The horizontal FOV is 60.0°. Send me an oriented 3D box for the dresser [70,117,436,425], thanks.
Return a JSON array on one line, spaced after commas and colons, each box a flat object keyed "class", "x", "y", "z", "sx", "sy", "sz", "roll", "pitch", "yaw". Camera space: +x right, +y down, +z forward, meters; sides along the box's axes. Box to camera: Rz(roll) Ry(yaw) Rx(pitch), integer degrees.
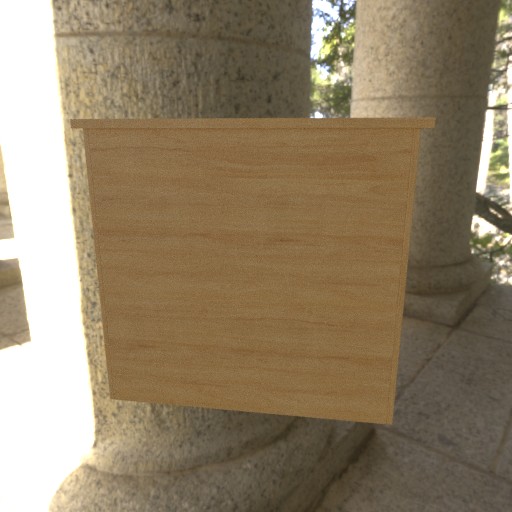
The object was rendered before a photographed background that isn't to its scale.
[{"class": "dresser", "x": 0.000, "y": 0.000, "z": 1.248, "sx": 0.800, "sy": 0.730, "sz": 0.410, "roll": 2, "pitch": 16, "yaw": 8}]
